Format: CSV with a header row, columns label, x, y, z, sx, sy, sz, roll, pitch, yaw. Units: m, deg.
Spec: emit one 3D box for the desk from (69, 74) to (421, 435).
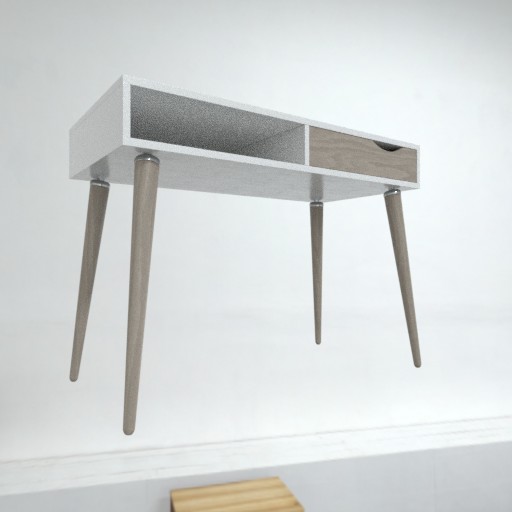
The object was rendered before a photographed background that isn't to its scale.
label,x,y,z,sx,sy,sz,roll,pitch,yaw
desk,0.000,0.000,1.357,0.979,0.723,0.491,0,0,-35
